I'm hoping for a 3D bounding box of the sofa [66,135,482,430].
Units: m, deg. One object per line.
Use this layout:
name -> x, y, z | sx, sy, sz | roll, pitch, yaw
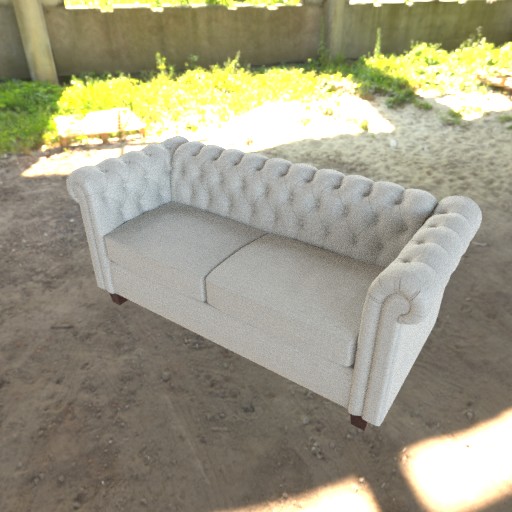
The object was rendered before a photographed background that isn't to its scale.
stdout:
sofa -> 0.000, 0.000, 2.197 | 1.798, 0.797, 0.783 | 20, 36, 29
